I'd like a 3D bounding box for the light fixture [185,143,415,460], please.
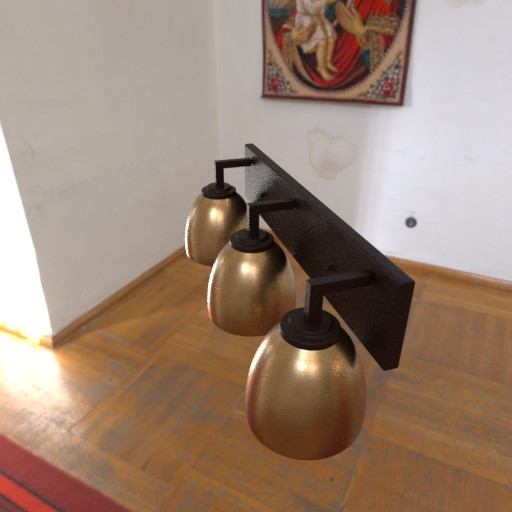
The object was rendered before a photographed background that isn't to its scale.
[{"bbox_3d":[0.000,0.000,0.683,0.157,0.204,0.582,-8,30,-15],"label":"light fixture"}]
